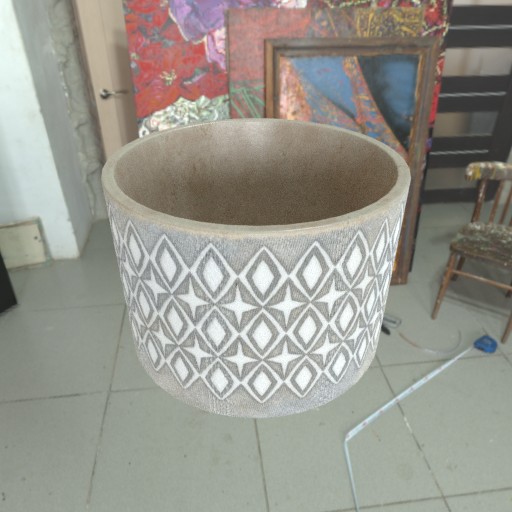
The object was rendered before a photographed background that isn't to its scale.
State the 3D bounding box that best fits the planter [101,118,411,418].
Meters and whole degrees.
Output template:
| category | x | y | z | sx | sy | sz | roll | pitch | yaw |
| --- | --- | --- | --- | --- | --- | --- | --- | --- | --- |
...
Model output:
| category | x | y | z | sx | sy | sz | roll | pitch | yaw |
| --- | --- | --- | --- | --- | --- | --- | --- | --- | --- |
| planter | 0.000 | 0.000 | 0.278 | 0.164 | 0.127 | 0.164 | 0 | 33 | 0 |
